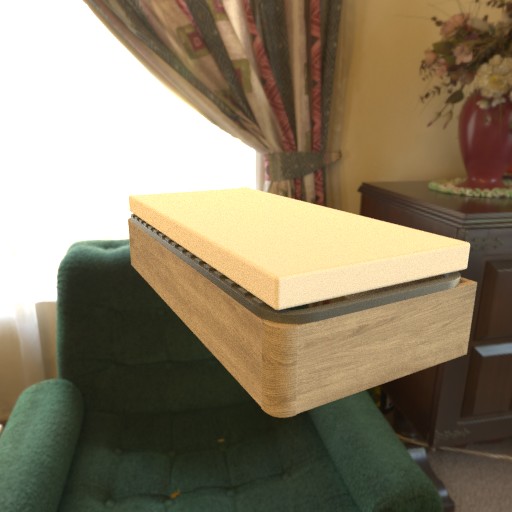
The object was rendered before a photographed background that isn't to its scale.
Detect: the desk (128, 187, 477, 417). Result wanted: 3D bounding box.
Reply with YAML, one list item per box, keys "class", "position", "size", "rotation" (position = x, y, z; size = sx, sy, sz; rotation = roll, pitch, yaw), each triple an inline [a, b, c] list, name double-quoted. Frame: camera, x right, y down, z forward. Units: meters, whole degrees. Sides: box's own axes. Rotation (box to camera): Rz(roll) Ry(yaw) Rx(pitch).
- class: "desk"
  position: [0.000, 0.000, 2.301]
  size: [0.900, 0.455, 1.900]
  rotation: [-9, 18, -27]
